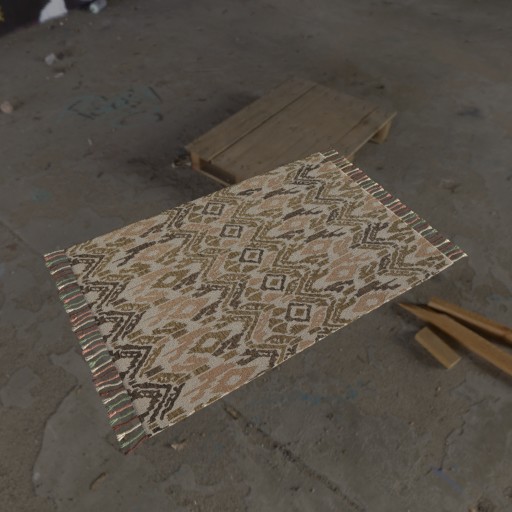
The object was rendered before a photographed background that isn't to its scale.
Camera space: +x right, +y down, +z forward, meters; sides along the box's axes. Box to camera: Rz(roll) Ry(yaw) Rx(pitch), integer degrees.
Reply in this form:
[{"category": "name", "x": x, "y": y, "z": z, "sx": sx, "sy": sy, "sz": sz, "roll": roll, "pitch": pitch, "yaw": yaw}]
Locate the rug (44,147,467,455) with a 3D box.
[{"category": "rug", "x": 0.000, "y": 0.000, "z": 2.970, "sx": 2.438, "sy": 0.008, "sz": 1.524, "roll": -25, "pitch": 53, "yaw": -21}]
